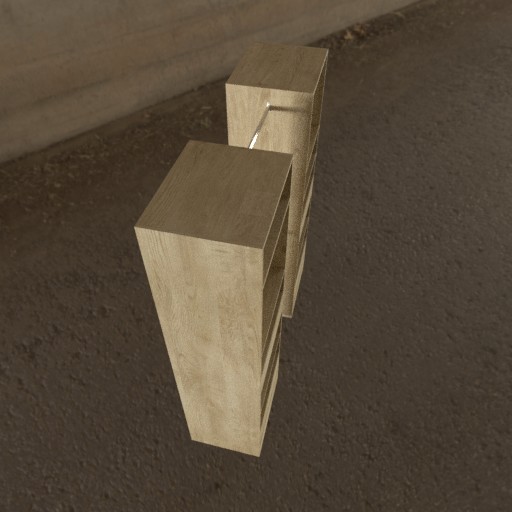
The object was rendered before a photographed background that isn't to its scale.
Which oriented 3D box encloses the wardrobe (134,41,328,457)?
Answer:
[{"bbox_3d":[0.000,0.000,2.891,0.480,2.000,1.770,10,47,9],"label":"wardrobe"}]
